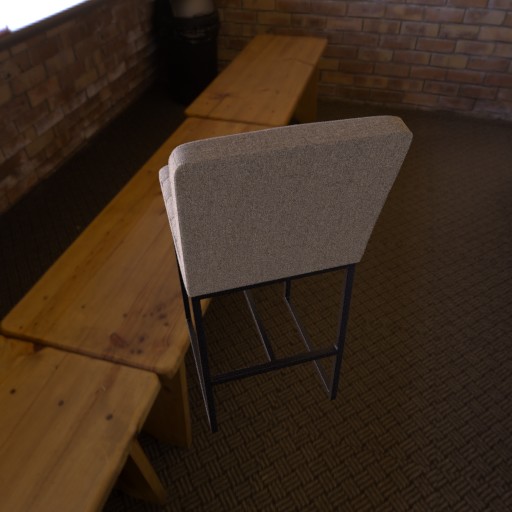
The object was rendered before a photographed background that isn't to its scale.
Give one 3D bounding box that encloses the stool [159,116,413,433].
[{"bbox_3d":[0.000,0.000,1.306,0.459,1.034,0.571,-11,43,-12],"label":"stool"}]
